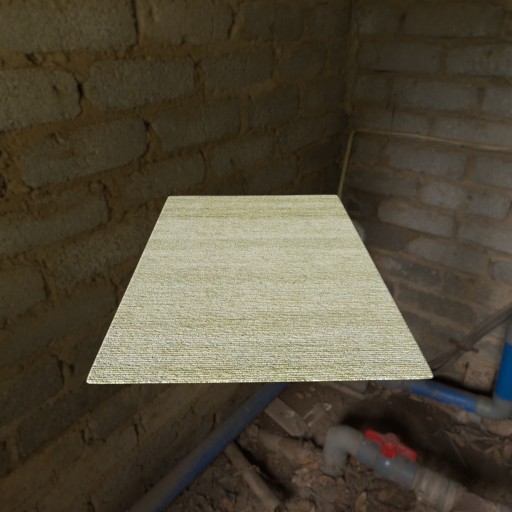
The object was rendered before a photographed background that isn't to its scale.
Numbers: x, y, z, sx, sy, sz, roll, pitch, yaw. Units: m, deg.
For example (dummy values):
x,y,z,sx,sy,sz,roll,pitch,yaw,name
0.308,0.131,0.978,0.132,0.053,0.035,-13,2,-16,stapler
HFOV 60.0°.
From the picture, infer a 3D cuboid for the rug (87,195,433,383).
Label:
x,y,z,sx,sy,sz,roll,pitch,yaw,name
0.000,0.000,2.219,1.143,0.010,1.758,-1,28,-1,rug
